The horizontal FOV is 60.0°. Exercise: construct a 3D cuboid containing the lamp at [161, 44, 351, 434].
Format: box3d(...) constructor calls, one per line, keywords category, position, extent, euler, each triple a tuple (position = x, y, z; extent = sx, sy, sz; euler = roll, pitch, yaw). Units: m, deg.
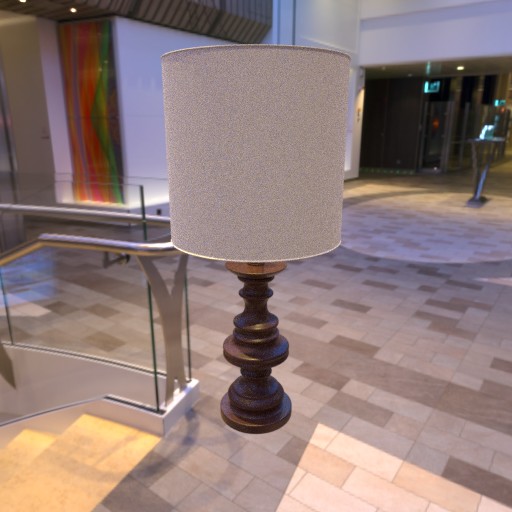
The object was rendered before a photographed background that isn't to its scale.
box3d(category="lamp", position=(0.000, 0.000, 0.560), extent=(0.208, 0.455, 0.208), euler=(-3, 17, -9))
